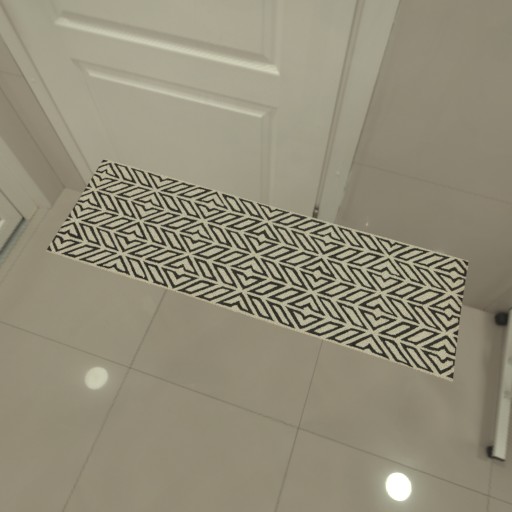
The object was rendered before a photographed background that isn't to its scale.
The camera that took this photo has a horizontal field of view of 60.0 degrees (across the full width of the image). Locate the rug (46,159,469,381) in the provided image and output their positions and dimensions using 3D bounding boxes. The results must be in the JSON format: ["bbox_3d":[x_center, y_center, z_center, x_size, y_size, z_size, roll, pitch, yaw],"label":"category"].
[{"bbox_3d":[0.000,0.000,2.670,2.435,0.009,0.750,17,64,8],"label":"rug"}]
